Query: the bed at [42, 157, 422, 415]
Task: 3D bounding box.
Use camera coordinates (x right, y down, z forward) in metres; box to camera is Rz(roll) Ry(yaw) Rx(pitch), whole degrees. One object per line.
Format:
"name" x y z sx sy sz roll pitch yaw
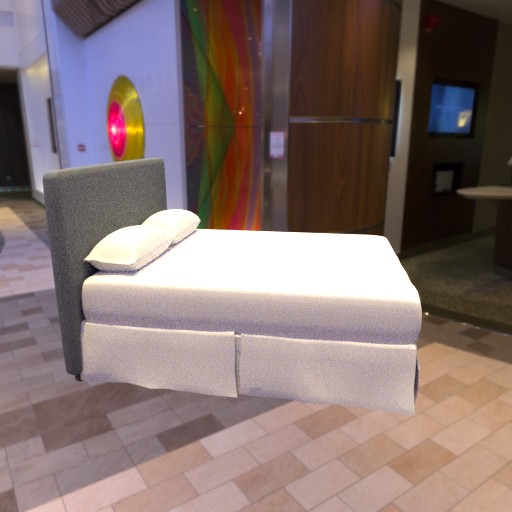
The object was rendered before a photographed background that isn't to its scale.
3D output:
"bed" 0.000 0.000 3.231 2.142 1.330 1.723 2 15 9
